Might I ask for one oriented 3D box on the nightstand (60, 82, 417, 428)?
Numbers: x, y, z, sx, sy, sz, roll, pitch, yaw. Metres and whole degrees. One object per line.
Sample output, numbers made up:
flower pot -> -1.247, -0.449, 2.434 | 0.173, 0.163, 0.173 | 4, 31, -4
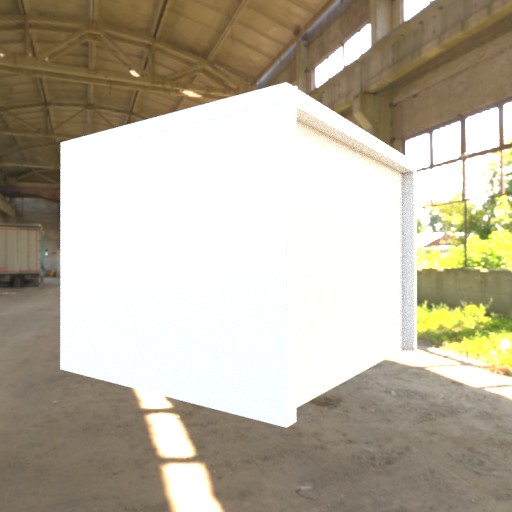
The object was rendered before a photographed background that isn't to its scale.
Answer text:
nightstand -> 0.000, 0.000, 0.759 | 0.408, 0.351, 0.470 | 0, 0, 35
